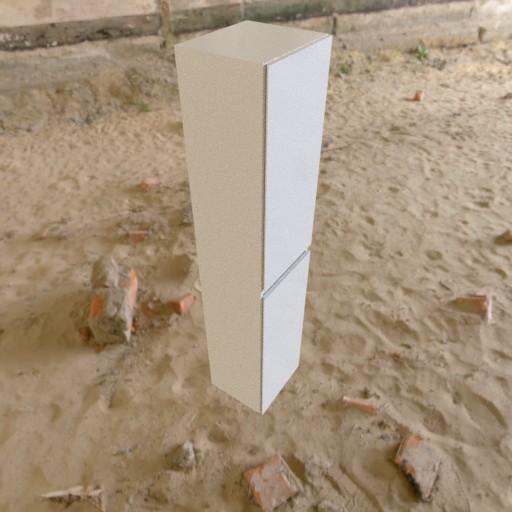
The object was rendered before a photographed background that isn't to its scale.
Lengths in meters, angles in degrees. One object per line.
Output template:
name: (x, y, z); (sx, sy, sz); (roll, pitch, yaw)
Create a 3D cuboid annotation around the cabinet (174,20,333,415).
cabinet: (0.000, 0.000, 1.547); (0.270, 1.400, 0.300); (24, 46, 26)
